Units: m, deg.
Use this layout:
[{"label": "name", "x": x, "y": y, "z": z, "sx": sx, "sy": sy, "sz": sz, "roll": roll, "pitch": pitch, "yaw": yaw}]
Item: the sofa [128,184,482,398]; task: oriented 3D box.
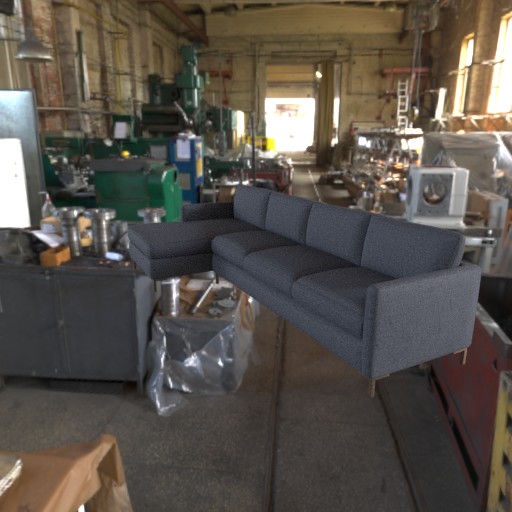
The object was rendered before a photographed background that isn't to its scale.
[{"label": "sofa", "x": 0.000, "y": 0.000, "z": 2.873, "sx": 1.125, "sy": 0.673, "sz": 2.445, "roll": -8, "pitch": 18, "yaw": -27}]
